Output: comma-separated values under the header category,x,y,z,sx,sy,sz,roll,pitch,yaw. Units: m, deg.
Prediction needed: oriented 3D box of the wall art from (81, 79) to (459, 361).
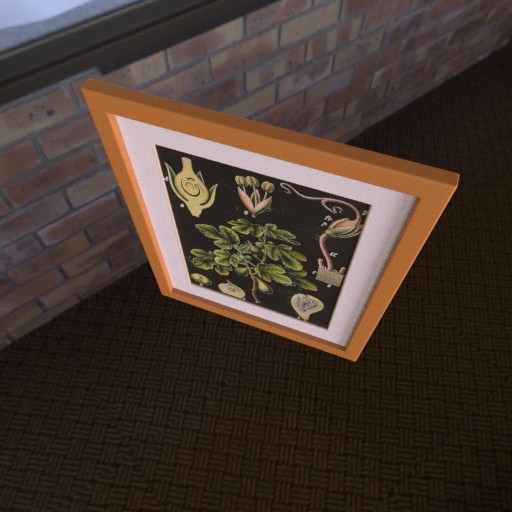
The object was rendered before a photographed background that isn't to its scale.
category,x,y,z,sx,sy,sz,roll,pitch,yaw
wall art,0.000,0.000,0.507,0.310,0.379,0.015,18,60,11
